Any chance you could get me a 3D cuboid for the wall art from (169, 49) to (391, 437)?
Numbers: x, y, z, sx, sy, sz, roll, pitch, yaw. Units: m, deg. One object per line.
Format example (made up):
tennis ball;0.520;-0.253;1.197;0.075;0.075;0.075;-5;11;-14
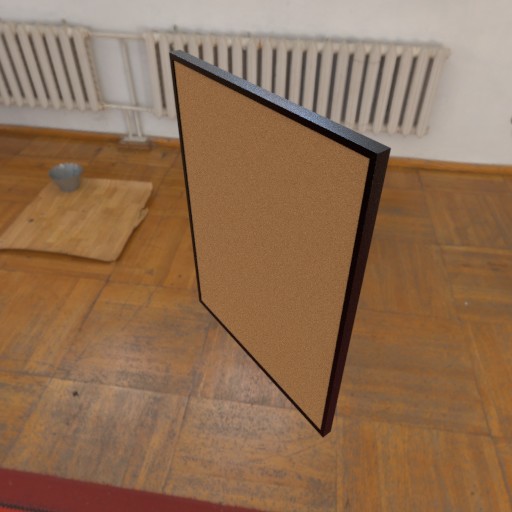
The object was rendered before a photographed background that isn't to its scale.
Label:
wall art;0.000;0.000;1.421;0.040;1.062;0.805;-26;47;-27
